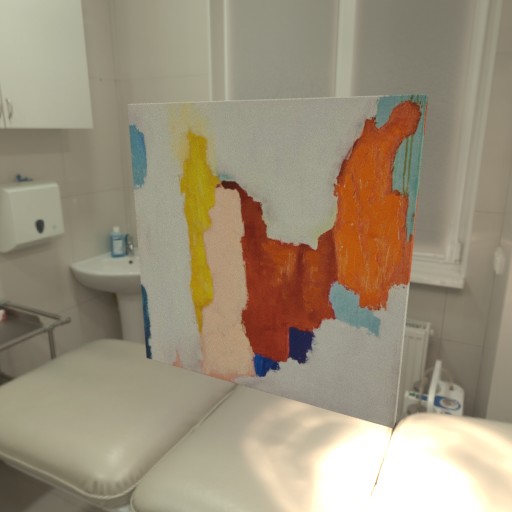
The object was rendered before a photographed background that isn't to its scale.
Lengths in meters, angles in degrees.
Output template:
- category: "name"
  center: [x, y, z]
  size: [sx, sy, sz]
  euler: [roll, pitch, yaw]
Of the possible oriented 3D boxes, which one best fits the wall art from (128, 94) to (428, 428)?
- category: "wall art"
  center: [0.000, 0.000, 1.226]
  size: [0.814, 0.814, 0.037]
  euler: [8, 18, 26]
